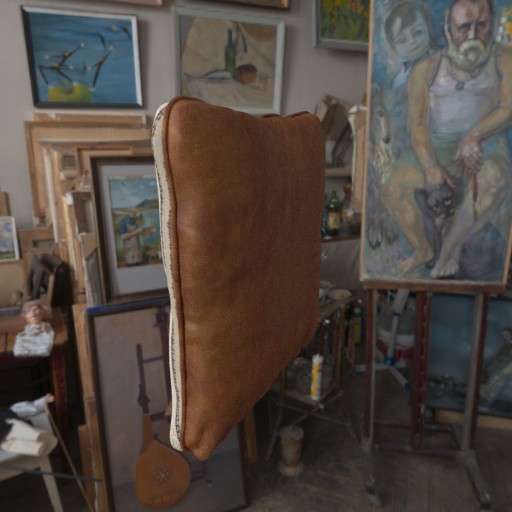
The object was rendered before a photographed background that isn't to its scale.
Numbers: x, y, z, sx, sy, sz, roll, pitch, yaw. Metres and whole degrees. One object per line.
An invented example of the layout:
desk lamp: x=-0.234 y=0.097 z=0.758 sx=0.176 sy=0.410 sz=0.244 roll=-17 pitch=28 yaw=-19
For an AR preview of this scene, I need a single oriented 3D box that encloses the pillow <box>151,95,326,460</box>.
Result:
pillow: x=0.000 y=0.000 z=0.758 sx=0.130 sy=0.490 sz=0.489 roll=8 pitch=17 yaw=26
